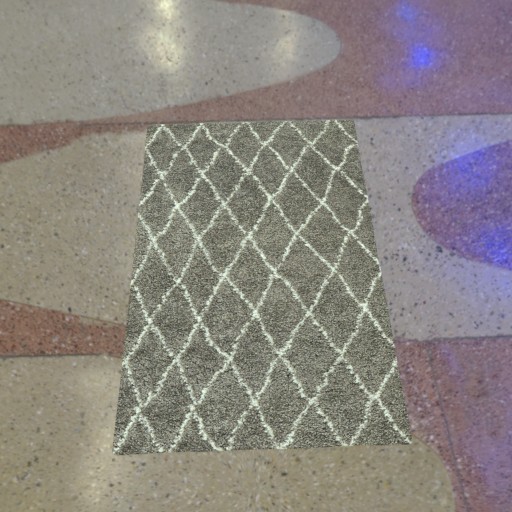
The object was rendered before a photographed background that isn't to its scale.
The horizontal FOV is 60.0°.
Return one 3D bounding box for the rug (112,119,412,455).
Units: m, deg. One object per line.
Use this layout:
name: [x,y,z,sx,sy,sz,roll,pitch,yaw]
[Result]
rug: [0.000,0.000,2.209,1.219,0.030,1.778,-2,62,-1]
